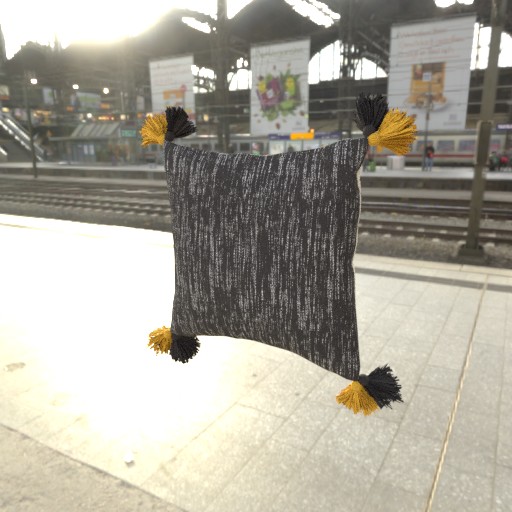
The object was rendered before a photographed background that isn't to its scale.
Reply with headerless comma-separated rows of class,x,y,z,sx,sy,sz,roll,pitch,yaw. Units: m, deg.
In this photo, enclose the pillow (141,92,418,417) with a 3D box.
pillow,0.000,0.000,0.963,0.654,0.659,0.139,7,15,27
